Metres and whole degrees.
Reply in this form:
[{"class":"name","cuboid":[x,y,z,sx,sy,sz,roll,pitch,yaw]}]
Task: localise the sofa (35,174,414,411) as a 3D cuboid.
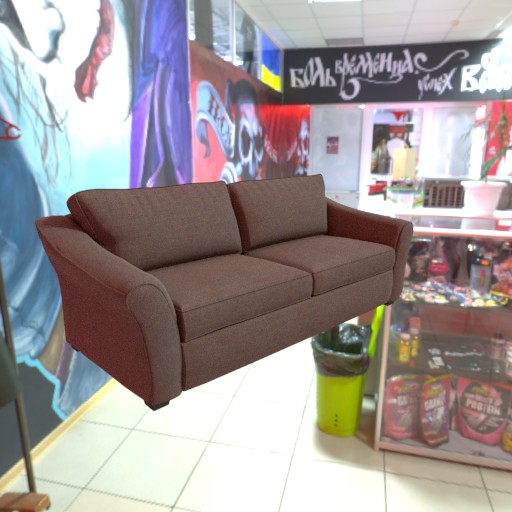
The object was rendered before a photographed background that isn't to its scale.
[{"class":"sofa","cuboid":[0.000,0.000,2.761,2.270,0.906,0.986,-13,19,-41]}]
